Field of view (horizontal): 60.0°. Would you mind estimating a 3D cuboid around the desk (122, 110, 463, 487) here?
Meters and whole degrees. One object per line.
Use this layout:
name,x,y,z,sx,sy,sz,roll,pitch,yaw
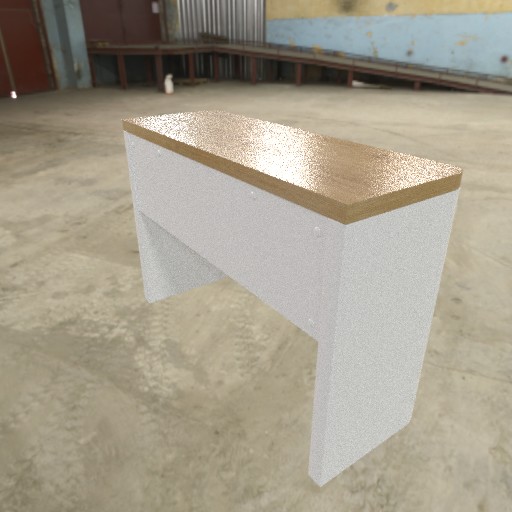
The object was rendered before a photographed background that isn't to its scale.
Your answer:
desk,0.000,0.000,1.454,0.390,0.760,1.100,-18,31,-31
